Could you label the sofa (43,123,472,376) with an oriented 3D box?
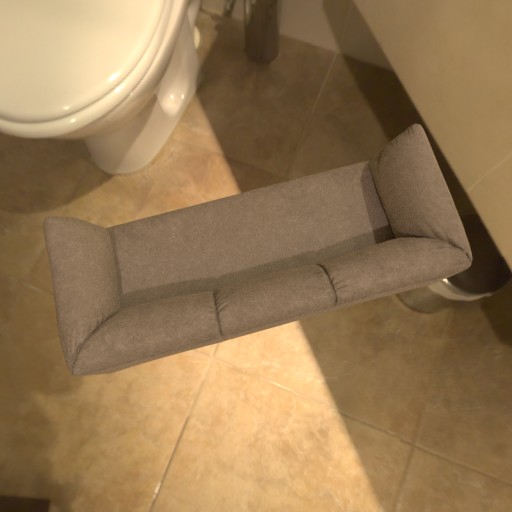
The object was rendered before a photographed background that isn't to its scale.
[{"bbox_3d":[0.000,0.000,2.706,2.238,0.758,0.899,-15,77,-4],"label":"sofa"}]
